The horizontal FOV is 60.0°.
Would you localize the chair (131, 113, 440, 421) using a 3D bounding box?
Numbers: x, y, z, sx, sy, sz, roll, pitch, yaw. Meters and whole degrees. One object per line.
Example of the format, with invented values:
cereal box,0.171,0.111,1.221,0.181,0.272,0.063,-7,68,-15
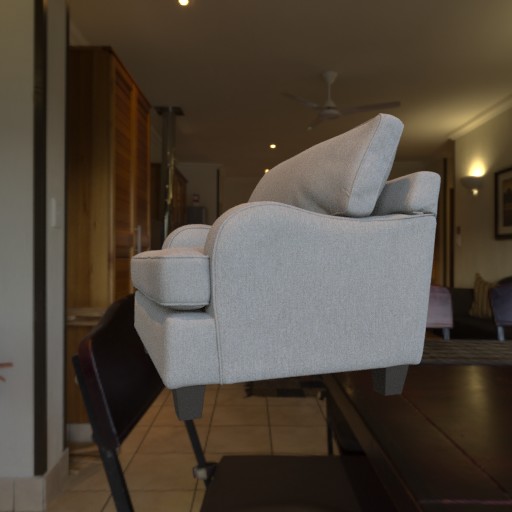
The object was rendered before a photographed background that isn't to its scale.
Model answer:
chair,0.000,0.000,2.014,1.041,1.016,1.220,0,0,-20
